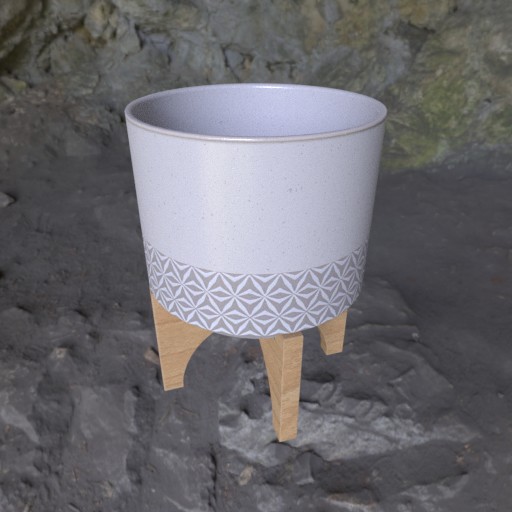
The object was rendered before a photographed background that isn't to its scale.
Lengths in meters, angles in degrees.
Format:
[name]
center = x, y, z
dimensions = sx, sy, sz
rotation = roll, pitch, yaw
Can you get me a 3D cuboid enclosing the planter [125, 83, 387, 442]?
[planter]
center = 0.000, 0.000, 0.392
dimensions = 0.188, 0.260, 0.188
rotation = 0, 30, 0
